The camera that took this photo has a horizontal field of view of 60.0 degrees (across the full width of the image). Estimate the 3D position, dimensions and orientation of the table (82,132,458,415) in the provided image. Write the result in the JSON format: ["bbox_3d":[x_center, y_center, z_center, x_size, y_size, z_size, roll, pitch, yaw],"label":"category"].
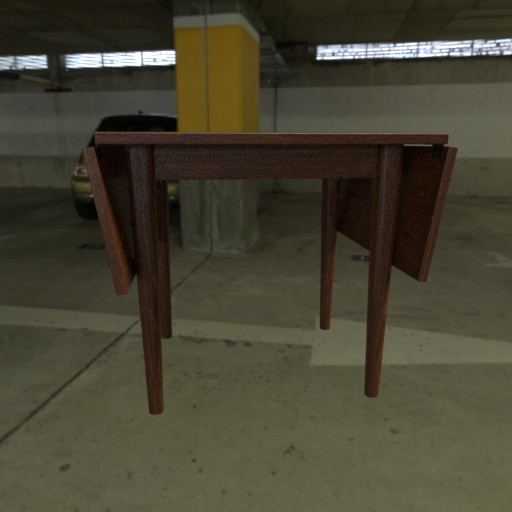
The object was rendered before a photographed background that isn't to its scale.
[{"bbox_3d":[0.000,0.000,1.450,0.843,0.763,0.812,-2,15,-7],"label":"table"}]
